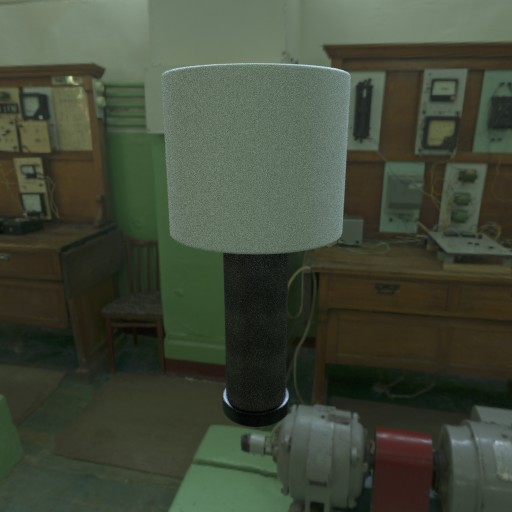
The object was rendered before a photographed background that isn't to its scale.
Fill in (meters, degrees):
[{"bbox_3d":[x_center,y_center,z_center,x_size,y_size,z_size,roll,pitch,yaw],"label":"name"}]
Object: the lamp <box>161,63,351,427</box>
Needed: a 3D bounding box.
[{"bbox_3d":[0.000,0.000,0.813,0.305,0.634,0.305,3,16,10],"label":"lamp"}]
